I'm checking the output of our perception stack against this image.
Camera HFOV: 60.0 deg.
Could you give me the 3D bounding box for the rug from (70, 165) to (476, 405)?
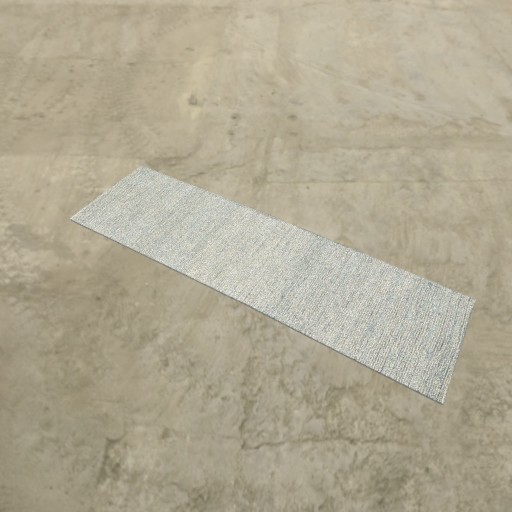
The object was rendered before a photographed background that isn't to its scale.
[{"bbox_3d":[0.000,0.000,2.559,2.341,0.037,0.675,24,51,21],"label":"rug"}]
